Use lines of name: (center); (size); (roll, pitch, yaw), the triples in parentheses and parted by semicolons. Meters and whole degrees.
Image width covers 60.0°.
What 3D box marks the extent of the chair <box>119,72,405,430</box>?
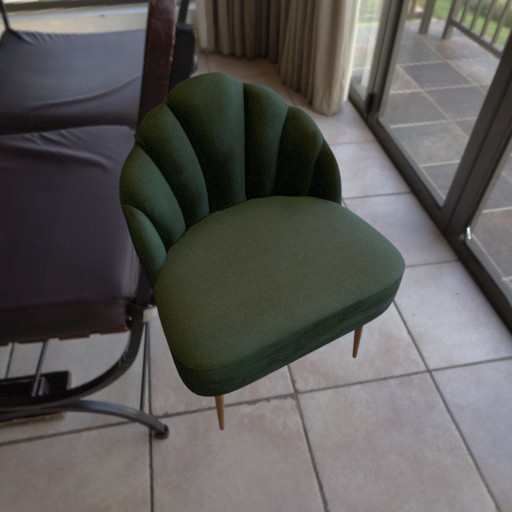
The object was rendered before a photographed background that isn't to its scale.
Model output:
chair: (0.000, 0.000, 1.256); (0.657, 0.819, 0.599); (-22, 51, -19)
